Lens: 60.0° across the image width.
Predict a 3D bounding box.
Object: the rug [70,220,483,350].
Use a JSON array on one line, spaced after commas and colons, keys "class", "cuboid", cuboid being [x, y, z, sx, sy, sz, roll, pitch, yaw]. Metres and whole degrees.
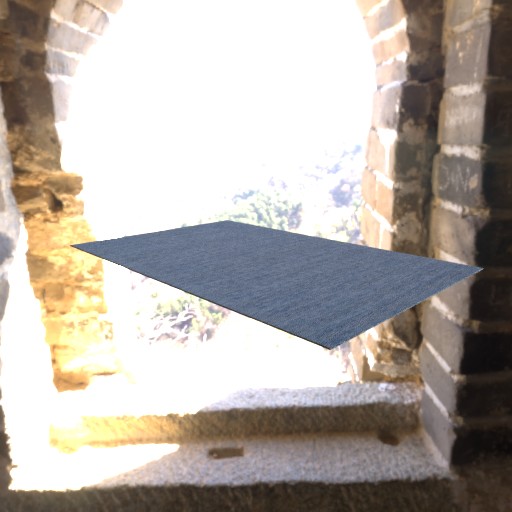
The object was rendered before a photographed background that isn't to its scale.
[{"class": "rug", "cuboid": [0.000, 0.000, 2.212, 1.142, 0.006, 1.752, -14, 20, -43]}]
